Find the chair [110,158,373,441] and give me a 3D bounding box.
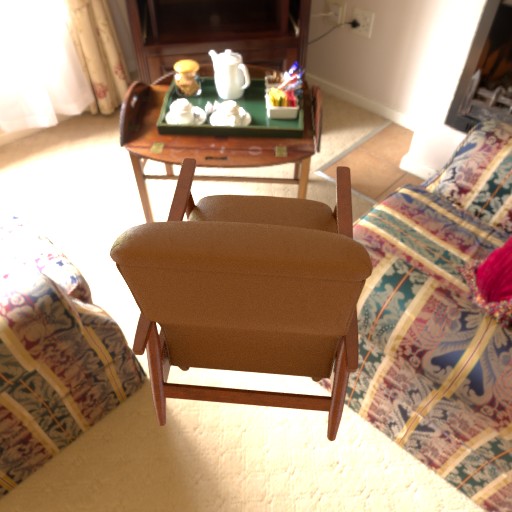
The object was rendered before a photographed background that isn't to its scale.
[{"bbox_3d":[0.000,0.000,1.747,0.762,1.082,1.014,4,47,3],"label":"chair"}]
